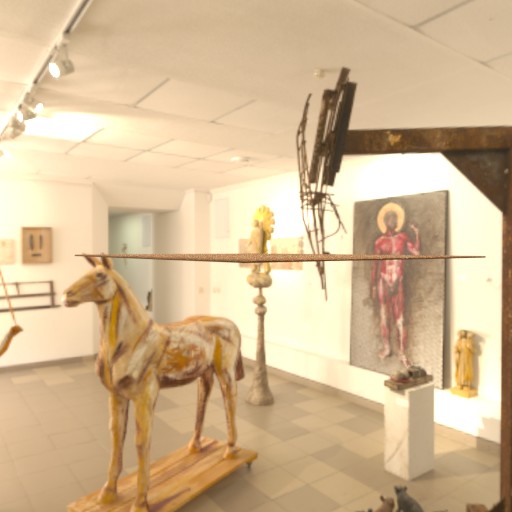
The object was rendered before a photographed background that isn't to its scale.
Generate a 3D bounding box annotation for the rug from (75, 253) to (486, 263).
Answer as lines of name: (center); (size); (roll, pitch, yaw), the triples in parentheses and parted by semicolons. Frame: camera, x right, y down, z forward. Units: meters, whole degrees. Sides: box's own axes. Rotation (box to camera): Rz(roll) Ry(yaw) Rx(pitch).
rug: (0.000, 0.000, 4.125); (2.441, 0.015, 3.050); (-1, 1, -37)
